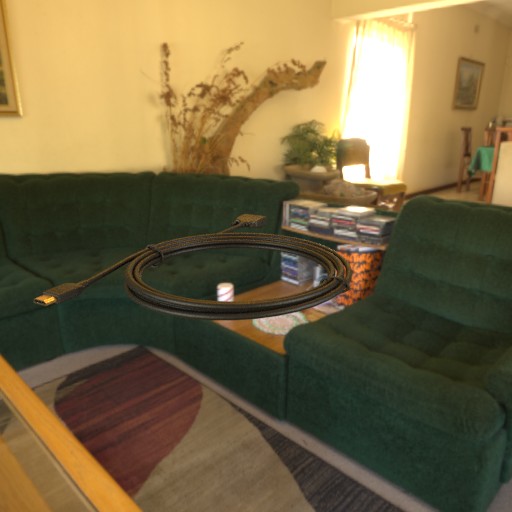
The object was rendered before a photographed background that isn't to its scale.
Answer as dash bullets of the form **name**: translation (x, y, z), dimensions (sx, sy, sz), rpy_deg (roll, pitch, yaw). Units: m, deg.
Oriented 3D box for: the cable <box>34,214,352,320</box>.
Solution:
- **cable**: translation (0.000, 0.000, 0.520), dimensions (0.257, 0.030, 0.422), rpy_deg (9, 19, 26)
